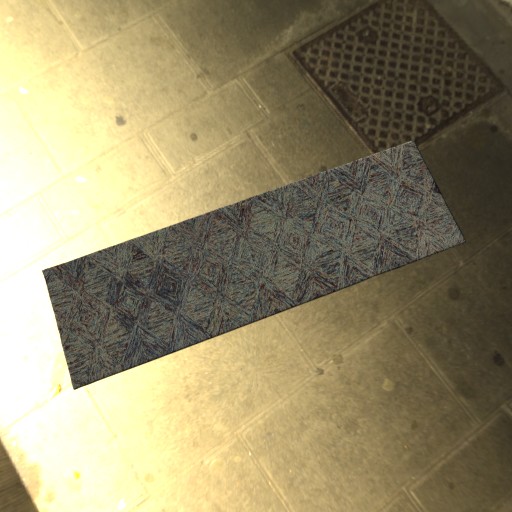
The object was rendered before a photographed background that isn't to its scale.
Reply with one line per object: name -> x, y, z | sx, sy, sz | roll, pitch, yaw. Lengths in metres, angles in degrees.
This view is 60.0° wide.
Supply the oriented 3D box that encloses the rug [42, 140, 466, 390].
rug -> 0.000, 0.000, 2.486 | 2.292, 0.015, 0.688 | -20, 76, -5
